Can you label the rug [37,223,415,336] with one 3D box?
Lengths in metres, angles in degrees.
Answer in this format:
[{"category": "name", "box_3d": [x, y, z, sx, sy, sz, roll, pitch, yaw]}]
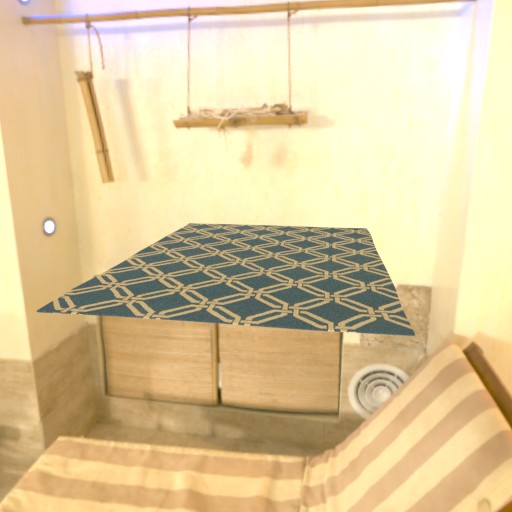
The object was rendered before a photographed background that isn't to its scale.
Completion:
[{"category": "rug", "box_3d": [0.000, 0.000, 2.733, 1.524, 0.013, 2.135, 2, 14, 9]}]
